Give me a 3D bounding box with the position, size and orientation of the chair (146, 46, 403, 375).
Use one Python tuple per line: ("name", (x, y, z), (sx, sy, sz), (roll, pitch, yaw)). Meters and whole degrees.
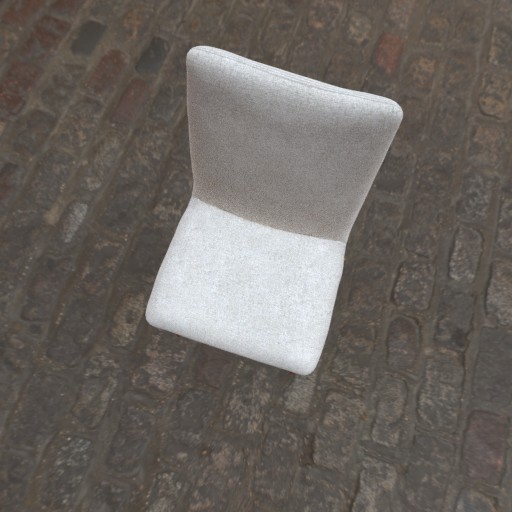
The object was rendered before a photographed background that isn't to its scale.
("chair", (0.000, 0.000, 1.290), (0.522, 0.974, 0.563), (17, 75, 5))
